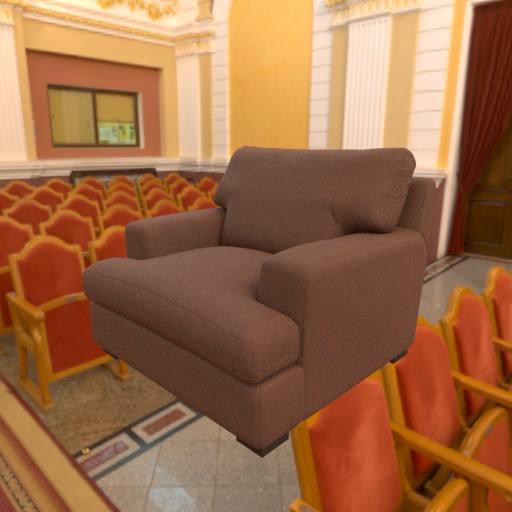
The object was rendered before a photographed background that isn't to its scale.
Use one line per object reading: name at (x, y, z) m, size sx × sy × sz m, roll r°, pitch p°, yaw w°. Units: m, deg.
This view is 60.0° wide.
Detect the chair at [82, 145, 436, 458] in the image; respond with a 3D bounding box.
chair at (0.000, 0.000, 1.974) m, size 1.168 × 0.940 × 1.143 m, roll 14°, pitch 20°, yaw 43°
